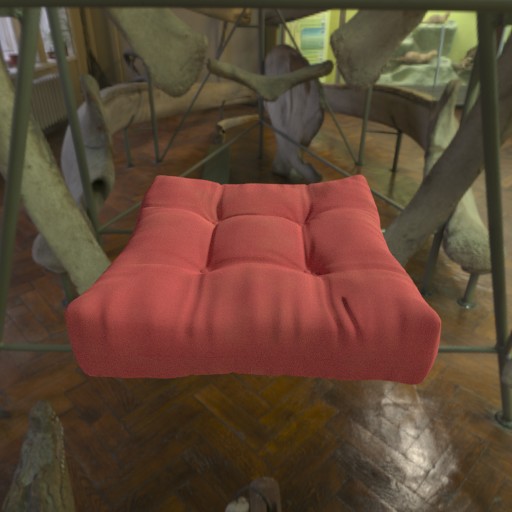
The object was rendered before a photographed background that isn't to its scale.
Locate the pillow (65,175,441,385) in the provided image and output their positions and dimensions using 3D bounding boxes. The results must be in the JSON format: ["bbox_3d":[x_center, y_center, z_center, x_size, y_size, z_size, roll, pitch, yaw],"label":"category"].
[{"bbox_3d":[0.000,0.000,0.742,0.468,0.128,0.490,1,30,1],"label":"pillow"}]
